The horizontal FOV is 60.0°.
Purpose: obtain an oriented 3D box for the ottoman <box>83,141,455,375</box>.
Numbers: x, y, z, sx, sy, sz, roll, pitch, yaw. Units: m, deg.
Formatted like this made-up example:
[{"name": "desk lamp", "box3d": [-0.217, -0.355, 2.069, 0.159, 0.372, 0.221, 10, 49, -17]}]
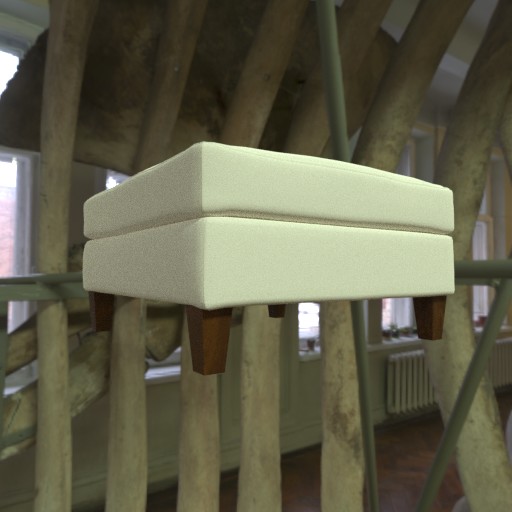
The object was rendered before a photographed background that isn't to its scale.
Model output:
[{"name": "ottoman", "box3d": [0.000, 0.000, 1.360, 0.838, 0.479, 0.838, 1, -2, -35]}]
